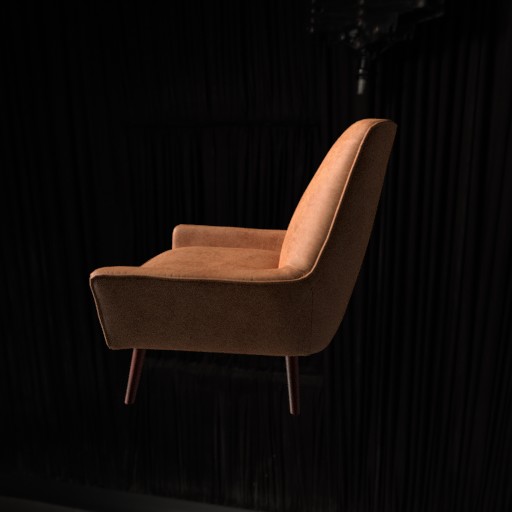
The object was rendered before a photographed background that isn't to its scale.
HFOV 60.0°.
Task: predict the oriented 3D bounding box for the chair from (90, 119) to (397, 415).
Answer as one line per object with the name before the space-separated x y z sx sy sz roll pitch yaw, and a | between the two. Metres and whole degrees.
chair | 0.000 0.000 1.517 0.851 0.883 0.753 2 15 9
